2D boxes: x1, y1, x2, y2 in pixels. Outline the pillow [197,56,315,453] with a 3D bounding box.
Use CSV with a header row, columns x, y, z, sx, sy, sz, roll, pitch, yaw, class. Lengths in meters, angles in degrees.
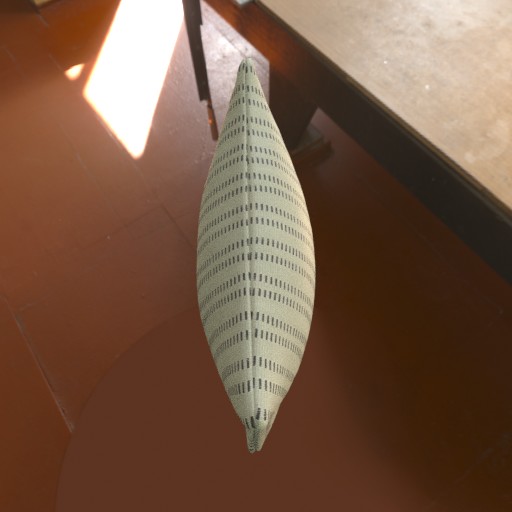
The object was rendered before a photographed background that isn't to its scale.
x,y,z,sx,sy,sz,roll,pitch,yaw,class
0.000,0.000,0.810,0.210,0.353,0.640,-1,63,-1,pillow
